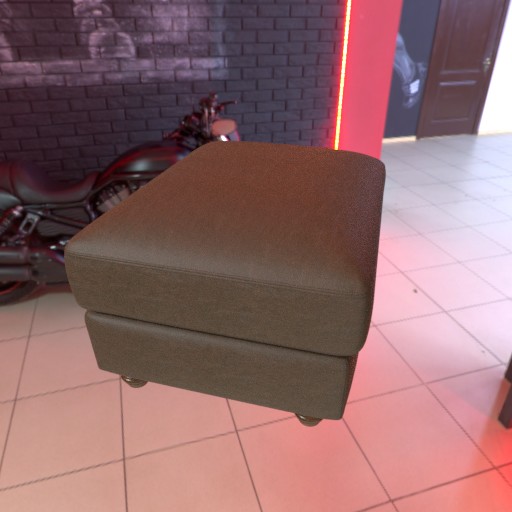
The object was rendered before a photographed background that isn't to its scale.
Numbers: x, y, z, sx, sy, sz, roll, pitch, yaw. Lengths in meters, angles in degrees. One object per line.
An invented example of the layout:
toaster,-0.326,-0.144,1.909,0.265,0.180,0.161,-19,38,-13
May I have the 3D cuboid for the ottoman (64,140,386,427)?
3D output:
ottoman,0.000,0.000,1.211,0.635,0.508,0.787,8,30,14
